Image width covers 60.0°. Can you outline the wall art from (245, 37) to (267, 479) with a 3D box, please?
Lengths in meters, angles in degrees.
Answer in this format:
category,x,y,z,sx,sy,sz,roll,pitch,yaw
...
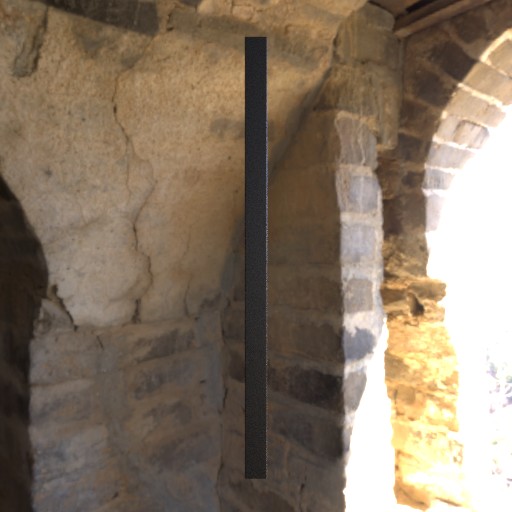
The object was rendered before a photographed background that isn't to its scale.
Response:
category,x,y,z,sx,sy,sz,roll,pitch,yaw
wall art,0.000,0.000,1.148,0.038,0.765,0.765,0,1,0
